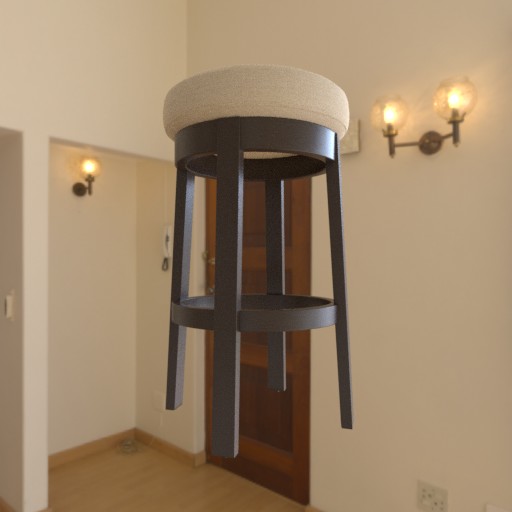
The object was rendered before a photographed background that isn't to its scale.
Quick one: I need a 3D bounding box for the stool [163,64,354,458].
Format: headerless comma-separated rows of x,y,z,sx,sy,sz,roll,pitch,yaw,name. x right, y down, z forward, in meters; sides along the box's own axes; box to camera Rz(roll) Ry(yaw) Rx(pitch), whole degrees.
0.000,0.000,1.039,0.446,0.758,0.446,0,0,0,stool
